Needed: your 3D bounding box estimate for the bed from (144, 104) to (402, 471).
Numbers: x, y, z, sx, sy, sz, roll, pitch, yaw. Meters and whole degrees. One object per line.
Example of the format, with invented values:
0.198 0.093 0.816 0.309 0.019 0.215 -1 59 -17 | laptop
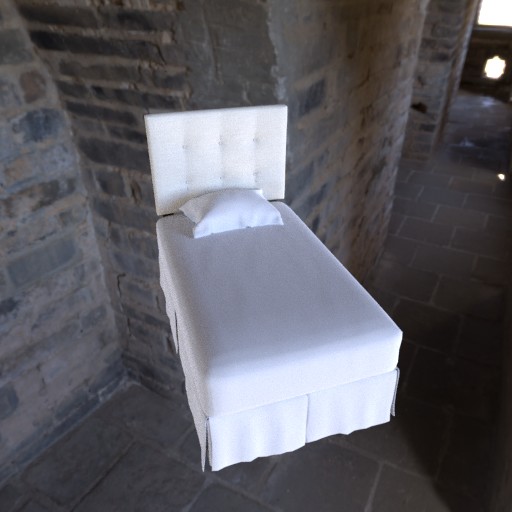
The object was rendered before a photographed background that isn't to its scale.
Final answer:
0.000 0.000 3.077 1.261 1.571 1.997 -10 33 -15 | bed
